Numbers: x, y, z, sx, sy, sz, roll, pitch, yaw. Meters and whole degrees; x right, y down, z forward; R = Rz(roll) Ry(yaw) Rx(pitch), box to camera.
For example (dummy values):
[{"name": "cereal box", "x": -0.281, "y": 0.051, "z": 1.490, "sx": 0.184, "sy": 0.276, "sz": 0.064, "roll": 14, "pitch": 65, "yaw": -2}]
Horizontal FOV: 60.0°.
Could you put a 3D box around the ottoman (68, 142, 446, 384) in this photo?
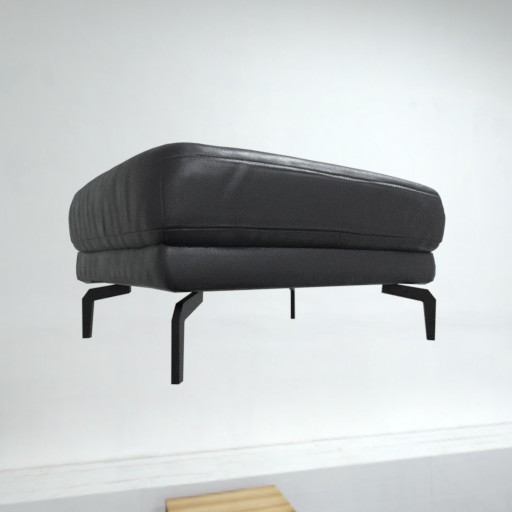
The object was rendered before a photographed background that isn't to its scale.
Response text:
[{"name": "ottoman", "x": 0.000, "y": 0.000, "z": 1.075, "sx": 0.764, "sy": 0.402, "sz": 0.570, "roll": 1, "pitch": -1, "yaw": -35}]
